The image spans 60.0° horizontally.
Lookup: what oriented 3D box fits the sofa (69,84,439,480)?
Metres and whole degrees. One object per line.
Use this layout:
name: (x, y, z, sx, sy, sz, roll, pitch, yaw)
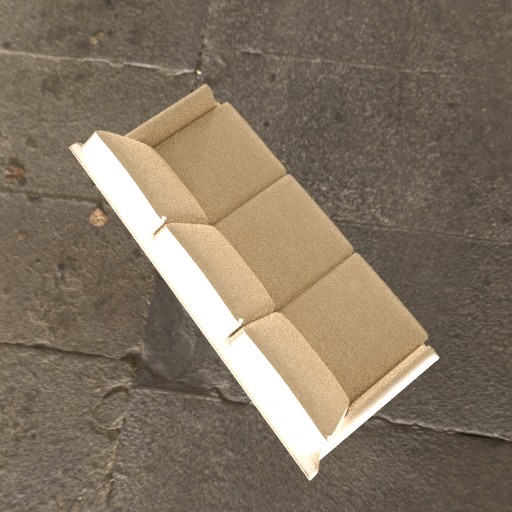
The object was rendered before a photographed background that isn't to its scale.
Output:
sofa: (0.000, 0.000, 2.727, 1.041, 0.940, 2.210, -36, 77, -10)
